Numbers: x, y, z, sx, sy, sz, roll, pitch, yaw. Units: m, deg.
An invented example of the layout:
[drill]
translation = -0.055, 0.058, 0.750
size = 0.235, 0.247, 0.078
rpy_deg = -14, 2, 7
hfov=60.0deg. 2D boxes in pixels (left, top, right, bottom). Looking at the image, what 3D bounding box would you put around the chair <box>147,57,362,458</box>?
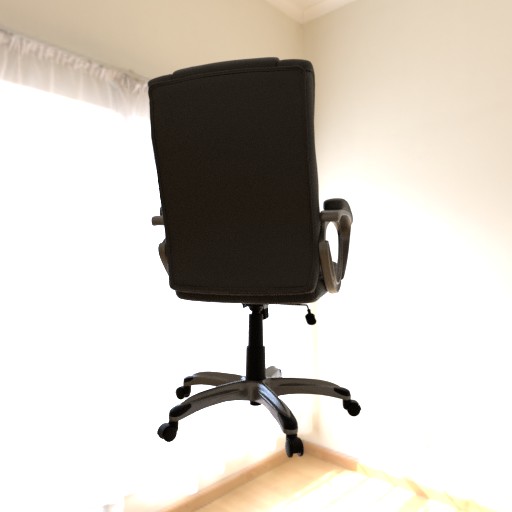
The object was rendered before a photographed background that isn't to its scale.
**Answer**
[chair]
translation = 0.000, 0.000, 1.588
size = 0.721, 1.130, 0.719
rpy_deg = 0, -1, 18
